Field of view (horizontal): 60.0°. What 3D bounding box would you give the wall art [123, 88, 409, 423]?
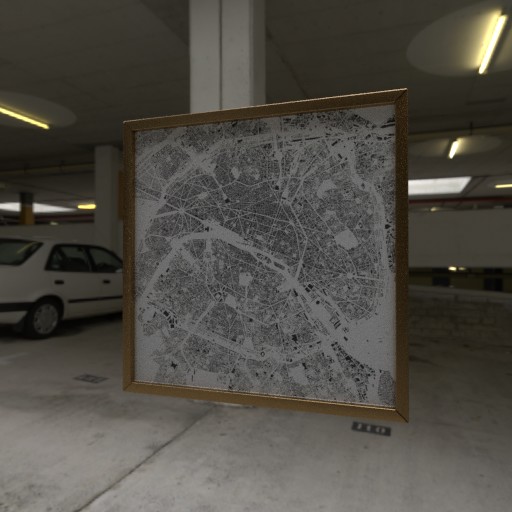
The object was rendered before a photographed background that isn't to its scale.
[{"bbox_3d":[0.000,0.000,0.468,0.305,0.305,0.037,0,0,19],"label":"wall art"}]
